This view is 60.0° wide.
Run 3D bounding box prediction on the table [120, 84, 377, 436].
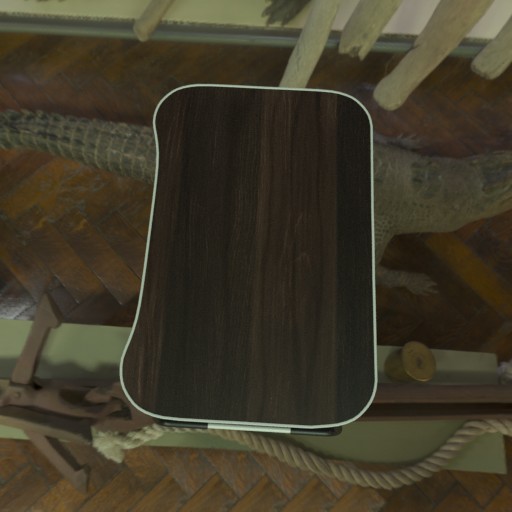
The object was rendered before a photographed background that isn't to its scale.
[{"bbox_3d":[0.000,0.000,0.860,0.400,0.232,0.660,3,74,1],"label":"table"}]
